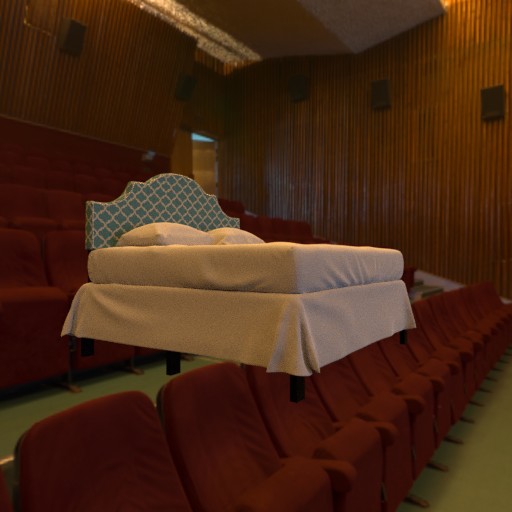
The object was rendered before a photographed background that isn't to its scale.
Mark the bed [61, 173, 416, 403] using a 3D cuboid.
[{"bbox_3d":[0.000,0.000,3.821,2.222,1.601,2.314,0,0,35],"label":"bed"}]
